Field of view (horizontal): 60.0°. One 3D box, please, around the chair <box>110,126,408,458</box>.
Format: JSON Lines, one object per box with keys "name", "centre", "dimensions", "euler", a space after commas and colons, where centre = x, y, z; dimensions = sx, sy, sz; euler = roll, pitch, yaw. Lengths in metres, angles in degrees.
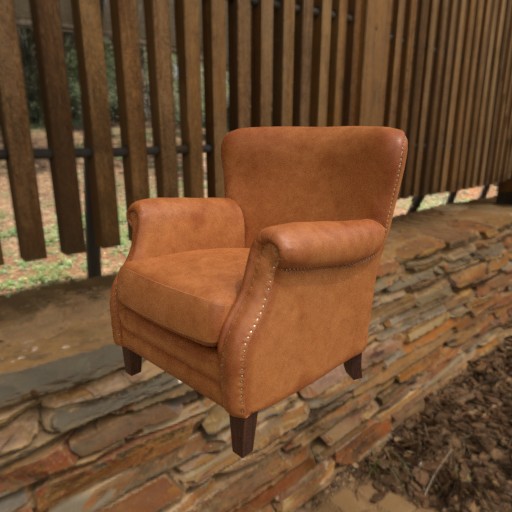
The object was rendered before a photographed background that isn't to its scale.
{"name": "chair", "centre": [0.000, 0.000, 1.661], "dimensions": [0.861, 0.936, 0.921], "euler": [15, 22, 42]}
